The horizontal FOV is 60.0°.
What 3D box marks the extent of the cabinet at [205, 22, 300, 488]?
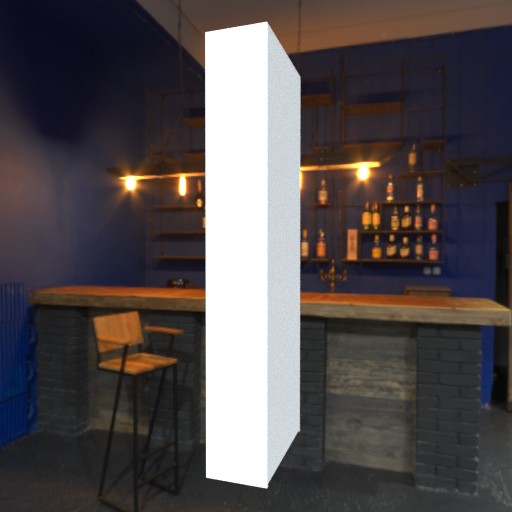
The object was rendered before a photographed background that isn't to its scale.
[{"bbox_3d":[0.000,0.000,1.835,0.255,1.630,0.520,0,1,18],"label":"cabinet"}]
